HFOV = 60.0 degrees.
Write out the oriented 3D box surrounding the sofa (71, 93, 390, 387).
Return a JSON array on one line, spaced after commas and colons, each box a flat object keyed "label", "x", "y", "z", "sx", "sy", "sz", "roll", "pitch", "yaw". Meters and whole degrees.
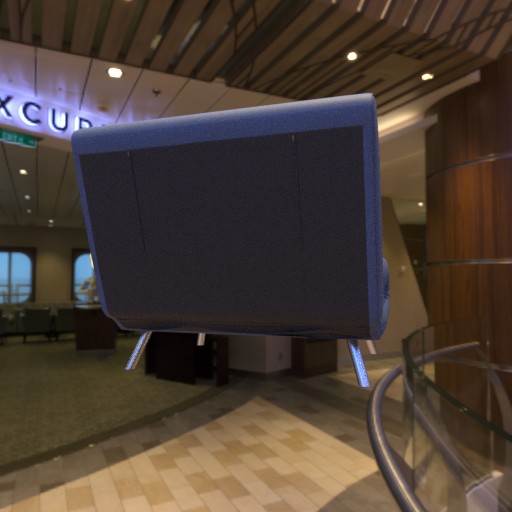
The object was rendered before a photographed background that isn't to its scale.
[{"label": "sofa", "x": 0.000, "y": 0.000, "z": 1.763, "sx": 0.999, "sy": 0.860, "sz": 0.996, "roll": -1, "pitch": -3, "yaw": 18}]
